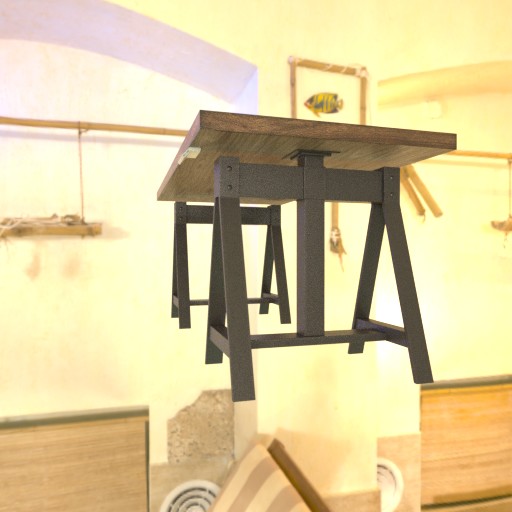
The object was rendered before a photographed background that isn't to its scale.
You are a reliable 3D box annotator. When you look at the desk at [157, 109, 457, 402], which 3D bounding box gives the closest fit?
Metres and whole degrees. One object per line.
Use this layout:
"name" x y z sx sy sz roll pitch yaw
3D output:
"desk" 0.000 0.000 1.926 0.784 0.725 1.543 0 0 -17
